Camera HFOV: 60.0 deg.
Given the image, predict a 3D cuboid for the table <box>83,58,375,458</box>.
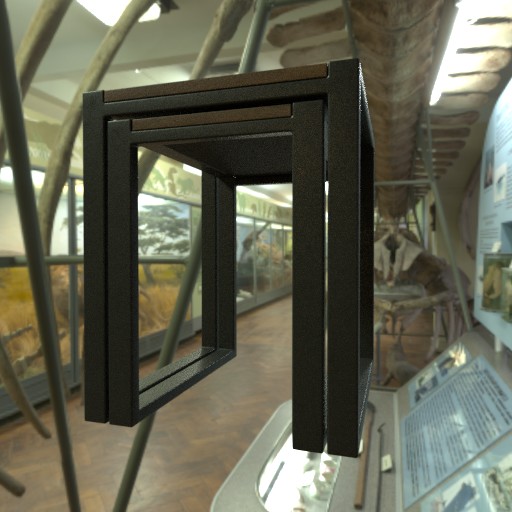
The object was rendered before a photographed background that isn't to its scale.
[{"bbox_3d":[0.000,0.000,0.910,0.449,0.550,0.500,0,1,17],"label":"table"}]
